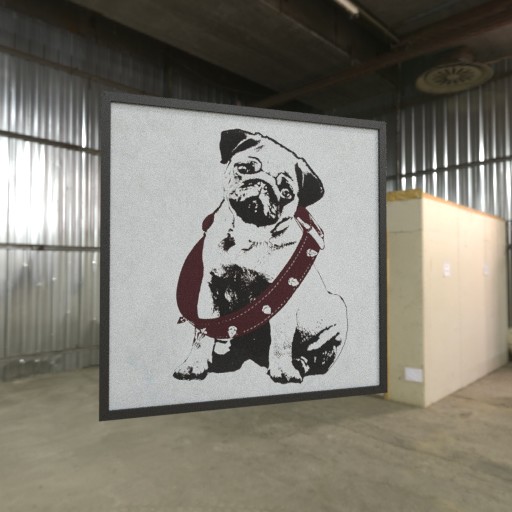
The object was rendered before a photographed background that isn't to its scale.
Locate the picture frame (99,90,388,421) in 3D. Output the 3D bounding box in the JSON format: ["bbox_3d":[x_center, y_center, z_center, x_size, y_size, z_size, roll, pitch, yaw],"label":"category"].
[{"bbox_3d":[0.000,0.000,1.168,0.775,0.775,0.032,0,-1,-17],"label":"picture frame"}]
